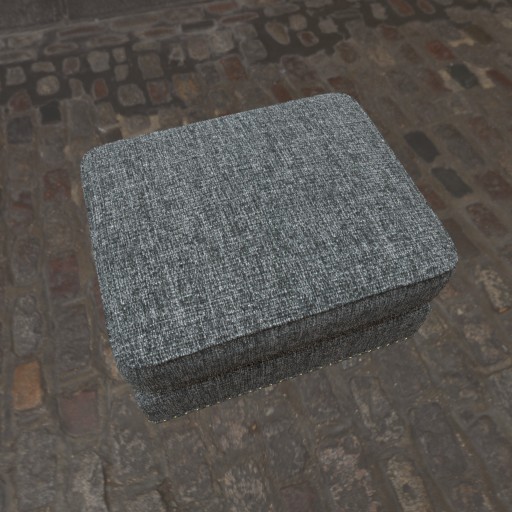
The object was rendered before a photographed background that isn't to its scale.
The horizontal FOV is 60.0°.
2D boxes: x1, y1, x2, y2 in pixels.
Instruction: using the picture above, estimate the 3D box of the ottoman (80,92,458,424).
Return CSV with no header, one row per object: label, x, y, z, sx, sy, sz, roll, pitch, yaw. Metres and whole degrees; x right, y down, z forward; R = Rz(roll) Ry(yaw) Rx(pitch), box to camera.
ottoman,0.000,0.000,1.137,0.738,0.537,0.589,-16,60,-10
